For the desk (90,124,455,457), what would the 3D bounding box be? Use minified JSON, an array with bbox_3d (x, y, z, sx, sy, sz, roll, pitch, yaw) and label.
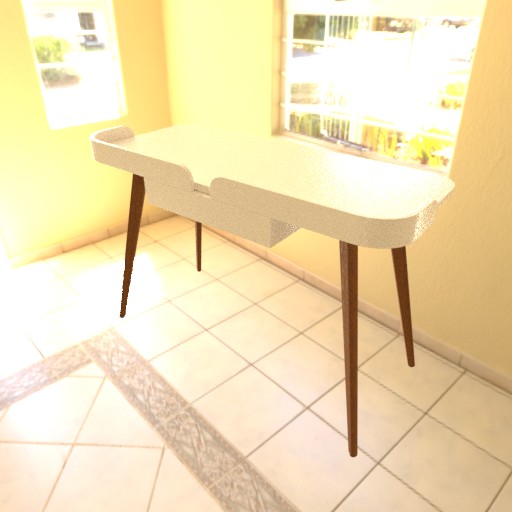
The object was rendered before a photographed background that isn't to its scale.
[{"bbox_3d":[0.000,0.000,1.647,1.206,0.807,0.534,21,36,32],"label":"desk"}]
